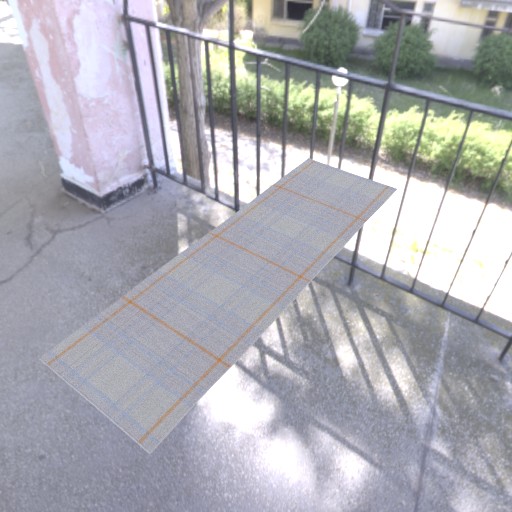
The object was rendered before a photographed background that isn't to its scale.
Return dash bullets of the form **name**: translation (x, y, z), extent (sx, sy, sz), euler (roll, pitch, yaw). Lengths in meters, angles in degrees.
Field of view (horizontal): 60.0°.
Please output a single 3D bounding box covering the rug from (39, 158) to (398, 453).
- **rug**: translation (0.000, 0.000, 2.683), extent (0.770, 0.016, 2.442), euler (26, 47, 27)
